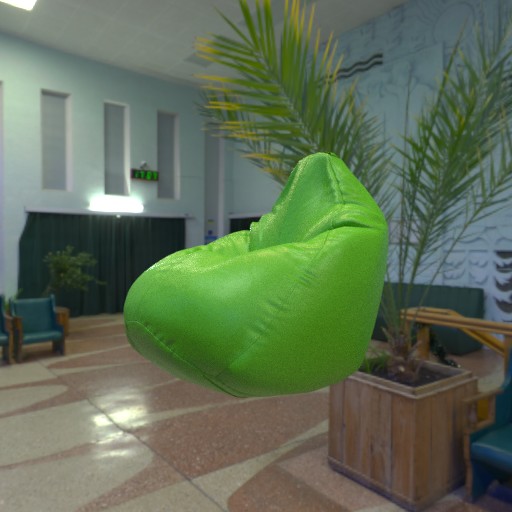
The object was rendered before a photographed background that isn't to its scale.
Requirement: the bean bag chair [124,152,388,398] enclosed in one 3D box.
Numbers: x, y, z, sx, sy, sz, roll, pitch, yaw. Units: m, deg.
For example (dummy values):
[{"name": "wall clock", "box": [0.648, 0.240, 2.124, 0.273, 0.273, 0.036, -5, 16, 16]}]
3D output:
[{"name": "bean bag chair", "box": [0.000, 0.000, 1.933, 1.070, 0.990, 1.070, -1, 1, -35]}]
